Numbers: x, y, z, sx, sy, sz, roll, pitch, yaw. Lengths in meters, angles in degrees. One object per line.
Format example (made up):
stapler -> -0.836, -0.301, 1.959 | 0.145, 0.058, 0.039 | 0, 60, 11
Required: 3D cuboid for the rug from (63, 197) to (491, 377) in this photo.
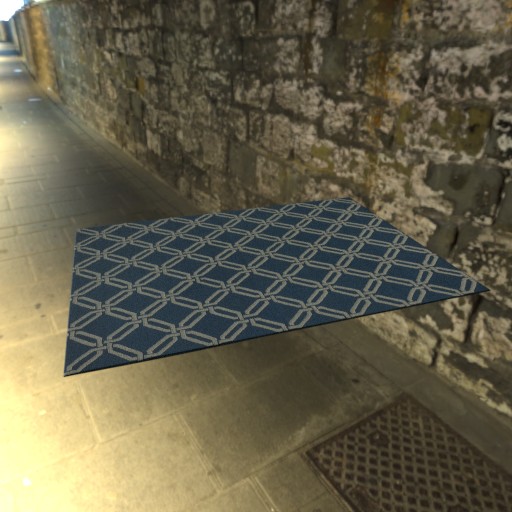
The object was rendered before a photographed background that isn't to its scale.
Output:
rug -> 0.000, 0.000, 4.277 | 3.342, 0.018, 2.432 | -8, 28, -16
